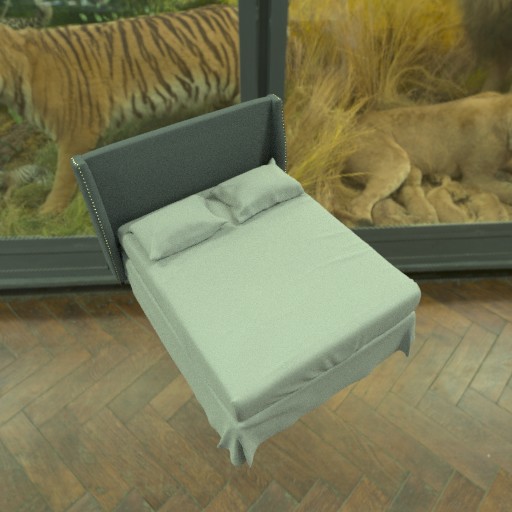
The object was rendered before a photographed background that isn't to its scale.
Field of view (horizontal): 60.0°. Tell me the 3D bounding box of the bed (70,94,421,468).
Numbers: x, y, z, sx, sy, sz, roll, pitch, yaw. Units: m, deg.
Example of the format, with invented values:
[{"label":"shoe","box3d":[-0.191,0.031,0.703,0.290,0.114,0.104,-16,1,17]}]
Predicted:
[{"label":"bed","box3d":[0.000,0.000,3.533,1.925,1.332,2.276,-26,51,-23]}]
